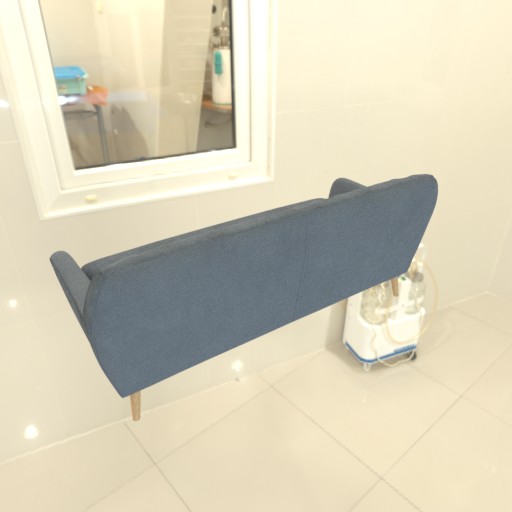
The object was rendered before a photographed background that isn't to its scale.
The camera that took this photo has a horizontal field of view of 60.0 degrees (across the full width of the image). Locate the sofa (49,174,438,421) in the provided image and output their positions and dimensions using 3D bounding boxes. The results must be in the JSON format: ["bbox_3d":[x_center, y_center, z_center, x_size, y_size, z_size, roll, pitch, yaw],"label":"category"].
[{"bbox_3d":[0.000,0.000,2.454,1.975,0.832,0.841,-18,35,-29],"label":"sofa"}]
